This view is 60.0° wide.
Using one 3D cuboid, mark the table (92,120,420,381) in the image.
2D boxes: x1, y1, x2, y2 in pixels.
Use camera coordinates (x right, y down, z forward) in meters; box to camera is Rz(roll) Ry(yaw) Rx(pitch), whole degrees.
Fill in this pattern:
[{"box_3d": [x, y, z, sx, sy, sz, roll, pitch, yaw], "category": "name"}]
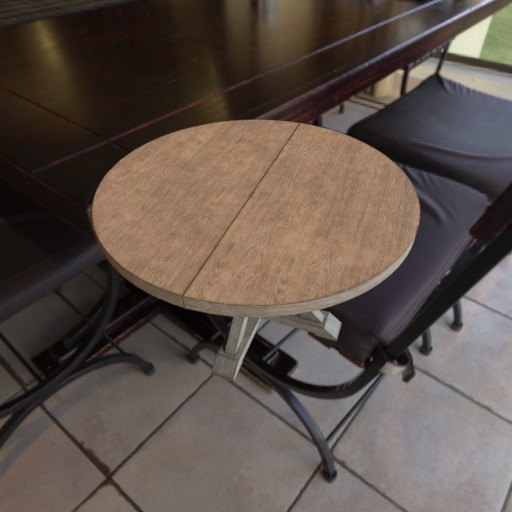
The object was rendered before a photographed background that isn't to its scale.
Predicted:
[{"box_3d": [0.000, 0.000, 2.161, 1.363, 0.781, 1.363, 0, 41, 0], "category": "table"}]
